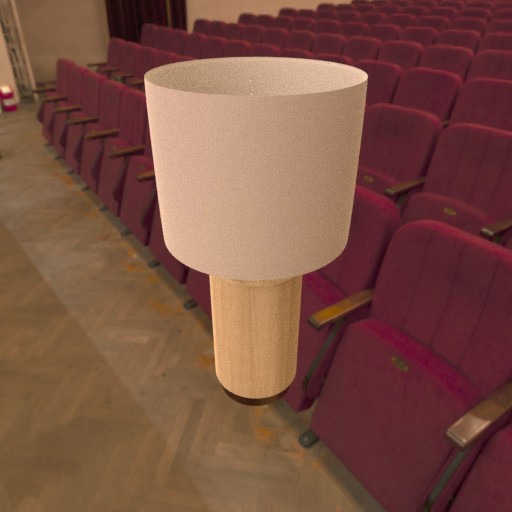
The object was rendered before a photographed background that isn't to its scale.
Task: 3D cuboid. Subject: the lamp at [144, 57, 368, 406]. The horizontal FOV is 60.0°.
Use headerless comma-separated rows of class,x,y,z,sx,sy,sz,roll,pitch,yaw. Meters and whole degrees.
lamp,0.000,0.000,0.573,0.228,0.444,0.228,-19,36,-28
